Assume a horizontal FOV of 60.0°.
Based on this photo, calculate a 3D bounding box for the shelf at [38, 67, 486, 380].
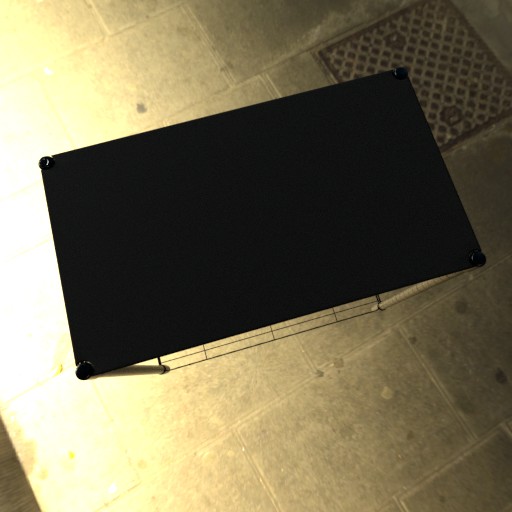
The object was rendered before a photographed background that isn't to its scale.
[{"bbox_3d":[0.000,0.000,0.914,0.589,0.564,0.338,-15,76,-4],"label":"shelf"}]
